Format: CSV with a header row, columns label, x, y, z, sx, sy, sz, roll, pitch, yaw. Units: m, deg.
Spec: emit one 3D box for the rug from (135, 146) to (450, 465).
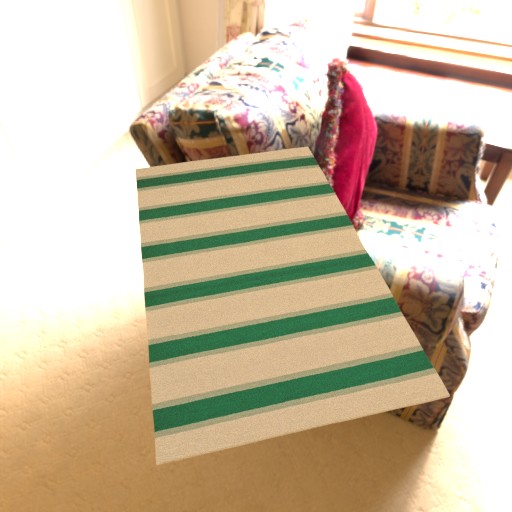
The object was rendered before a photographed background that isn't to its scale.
label,x,y,z,sx,sy,sz,roll,pitch,yaw
rug,0.000,0.000,3.014,1.521,0.015,2.436,-9,47,-9
